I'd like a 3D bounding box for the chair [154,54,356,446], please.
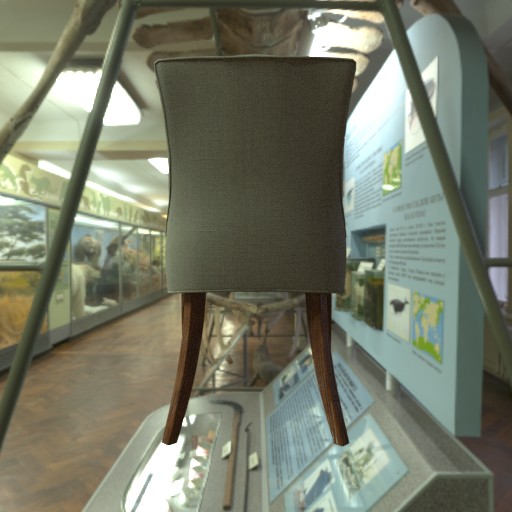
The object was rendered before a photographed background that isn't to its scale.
[{"bbox_3d":[0.000,0.000,1.213,0.509,0.874,0.565,0,0,0],"label":"chair"}]
